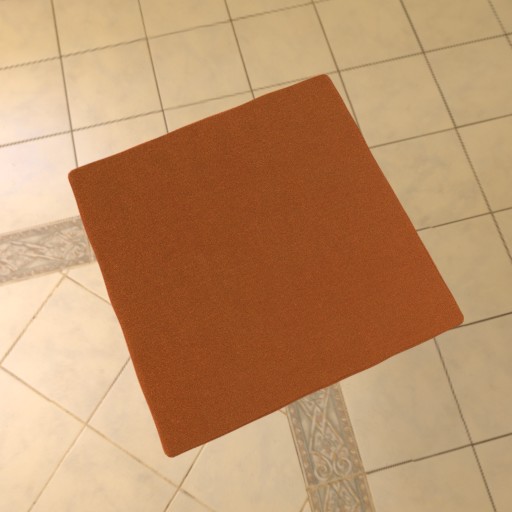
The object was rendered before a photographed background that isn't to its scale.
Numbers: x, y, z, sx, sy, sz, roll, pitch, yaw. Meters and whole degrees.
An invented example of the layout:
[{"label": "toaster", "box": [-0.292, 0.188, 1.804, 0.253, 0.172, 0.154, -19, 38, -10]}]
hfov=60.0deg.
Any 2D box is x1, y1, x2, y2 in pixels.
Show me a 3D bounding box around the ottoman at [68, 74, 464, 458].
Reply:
[{"label": "ottoman", "box": [0.000, 0.000, 1.586, 0.997, 0.438, 0.999, -23, 76, -6]}]
